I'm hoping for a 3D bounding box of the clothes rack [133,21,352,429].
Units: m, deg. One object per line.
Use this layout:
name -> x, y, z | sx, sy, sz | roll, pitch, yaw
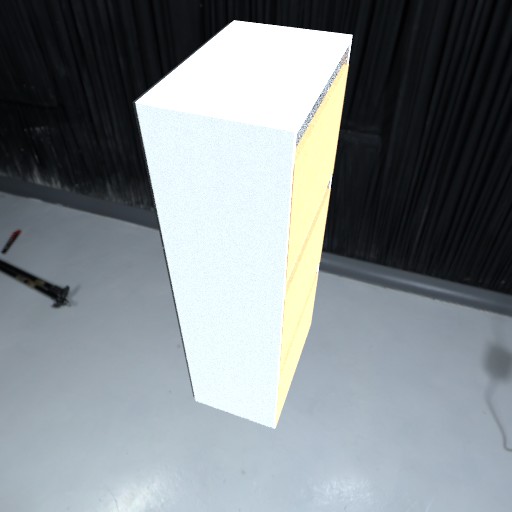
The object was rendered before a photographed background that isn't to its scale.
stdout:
clothes rack -> 0.000, 0.000, 1.390 | 0.330, 1.187, 0.500 | 14, 47, 14
